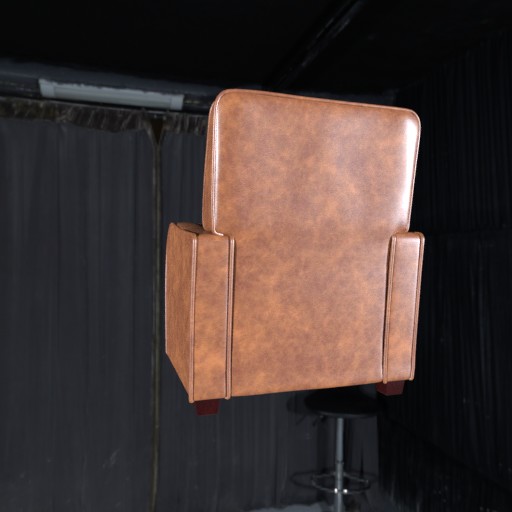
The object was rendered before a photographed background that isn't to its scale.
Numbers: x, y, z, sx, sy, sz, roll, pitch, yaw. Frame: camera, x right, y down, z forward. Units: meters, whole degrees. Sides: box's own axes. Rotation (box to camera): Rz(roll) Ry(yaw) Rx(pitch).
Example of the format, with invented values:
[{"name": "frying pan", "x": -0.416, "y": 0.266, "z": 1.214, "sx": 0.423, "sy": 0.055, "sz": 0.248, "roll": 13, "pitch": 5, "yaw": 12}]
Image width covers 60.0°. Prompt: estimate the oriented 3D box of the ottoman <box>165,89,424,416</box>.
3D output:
[{"name": "ottoman", "x": 0.000, "y": 0.000, "z": 1.850, "sx": 0.732, "sy": 0.904, "sz": 1.314, "roll": 0, "pitch": 0, "yaw": -17}]
